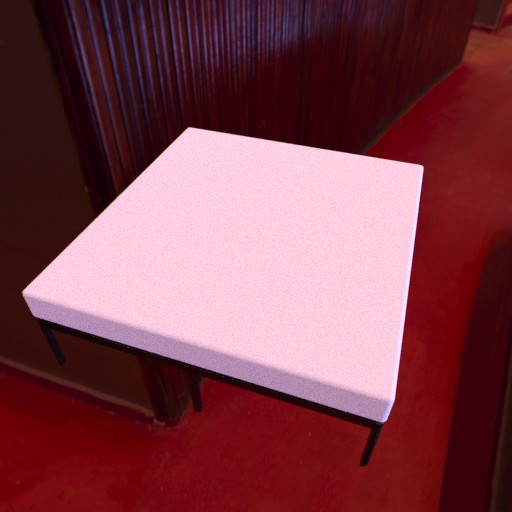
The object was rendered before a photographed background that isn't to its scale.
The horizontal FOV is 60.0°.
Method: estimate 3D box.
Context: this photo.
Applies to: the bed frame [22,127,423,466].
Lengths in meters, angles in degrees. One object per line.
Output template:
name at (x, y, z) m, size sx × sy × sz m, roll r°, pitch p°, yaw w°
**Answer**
bed frame at (0.000, 0.000, 3.055) m, size 1.963 × 0.659 × 2.079 m, roll 13°, pitch 44°, yaw 14°
